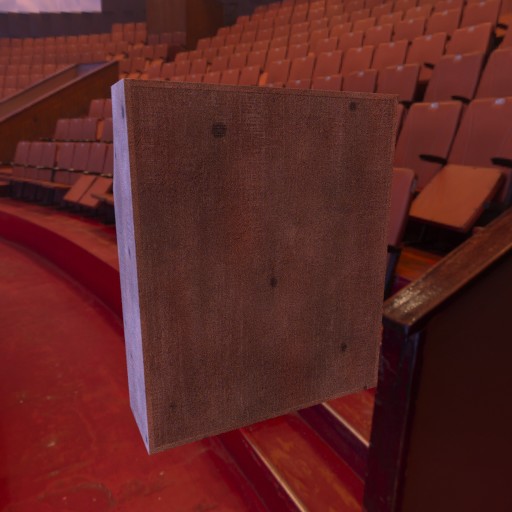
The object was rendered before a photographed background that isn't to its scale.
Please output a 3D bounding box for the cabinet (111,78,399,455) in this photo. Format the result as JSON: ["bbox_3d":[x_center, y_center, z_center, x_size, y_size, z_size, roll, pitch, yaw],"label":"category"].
[{"bbox_3d":[0.000,0.000,0.852,0.489,0.590,0.184,-7,16,-25],"label":"cabinet"}]
